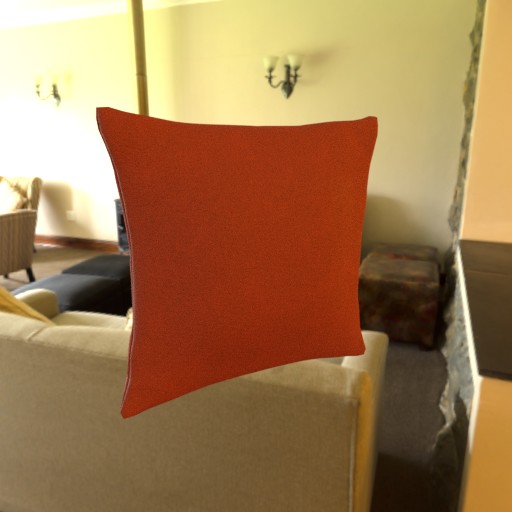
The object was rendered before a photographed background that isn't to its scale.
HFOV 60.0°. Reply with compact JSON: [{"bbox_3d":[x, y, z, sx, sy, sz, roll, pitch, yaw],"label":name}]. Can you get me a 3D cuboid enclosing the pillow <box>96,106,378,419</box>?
[{"bbox_3d":[0.000,0.000,0.671,0.435,0.416,0.151,-7,16,-26],"label":"pillow"}]
